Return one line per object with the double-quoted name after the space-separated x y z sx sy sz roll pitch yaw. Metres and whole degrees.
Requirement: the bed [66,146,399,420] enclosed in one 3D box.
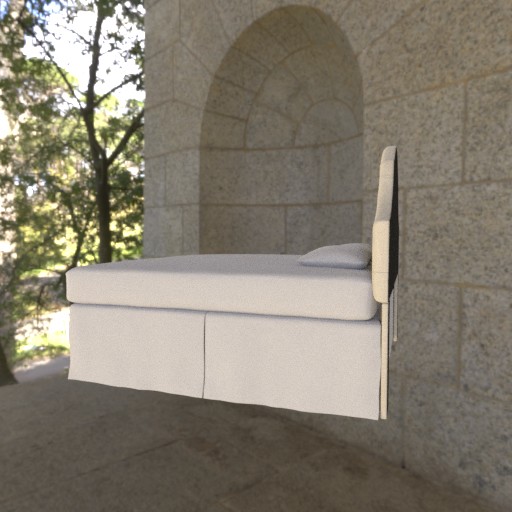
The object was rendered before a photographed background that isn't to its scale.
0.000 0.000 3.477 2.086 1.555 2.012 1 3 19 "bed"
